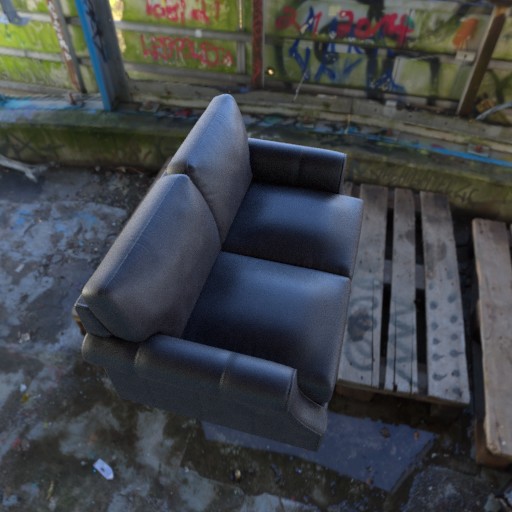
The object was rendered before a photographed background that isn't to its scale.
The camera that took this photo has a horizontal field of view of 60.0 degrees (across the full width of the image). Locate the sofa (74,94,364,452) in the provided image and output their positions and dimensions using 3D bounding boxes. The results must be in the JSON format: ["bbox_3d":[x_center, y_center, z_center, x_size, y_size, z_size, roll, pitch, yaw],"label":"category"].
[{"bbox_3d":[0.000,0.000,2.325,1.030,0.979,1.663,11,48,10],"label":"sofa"}]
